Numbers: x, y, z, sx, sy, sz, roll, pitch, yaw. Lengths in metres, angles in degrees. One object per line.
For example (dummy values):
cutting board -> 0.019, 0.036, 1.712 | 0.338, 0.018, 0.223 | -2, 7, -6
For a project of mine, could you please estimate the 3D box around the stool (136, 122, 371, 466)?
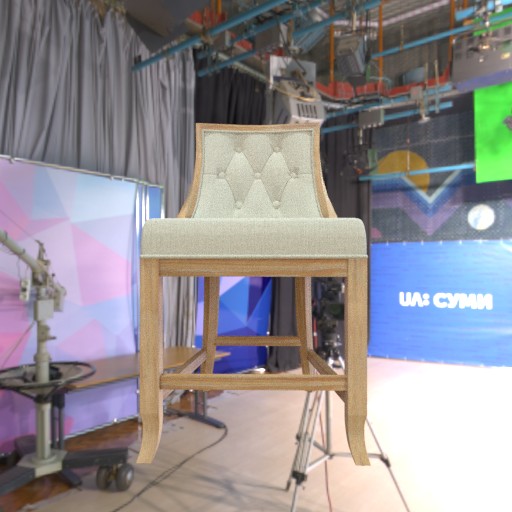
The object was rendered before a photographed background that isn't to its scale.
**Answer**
stool -> 0.000, 0.000, 1.301 | 0.524, 0.938, 0.626 | 0, 0, 1
